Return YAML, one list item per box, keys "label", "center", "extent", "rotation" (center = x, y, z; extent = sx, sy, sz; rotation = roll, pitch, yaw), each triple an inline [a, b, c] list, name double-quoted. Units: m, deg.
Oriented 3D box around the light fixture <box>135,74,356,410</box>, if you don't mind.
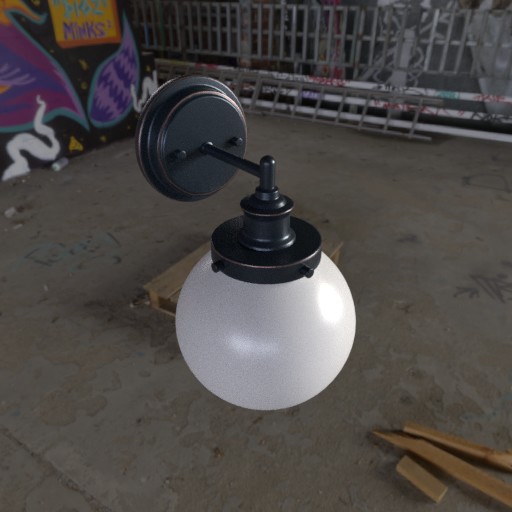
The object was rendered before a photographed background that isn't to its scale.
- label: "light fixture"
  center: [0.000, 0.000, 0.468]
  extent: [0.197, 0.332, 0.230]
  rotation: [-22, 37, -32]
